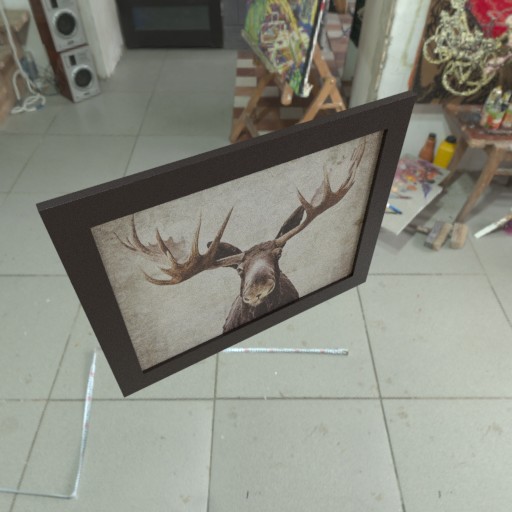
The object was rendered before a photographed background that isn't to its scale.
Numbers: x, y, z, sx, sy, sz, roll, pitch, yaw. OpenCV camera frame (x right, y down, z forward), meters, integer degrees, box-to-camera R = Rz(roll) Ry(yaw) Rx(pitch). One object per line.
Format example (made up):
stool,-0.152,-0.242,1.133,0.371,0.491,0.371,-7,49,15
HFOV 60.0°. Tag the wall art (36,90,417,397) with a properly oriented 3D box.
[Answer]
wall art,0.000,0.000,1.611,1.207,0.952,0.034,-22,50,-20
